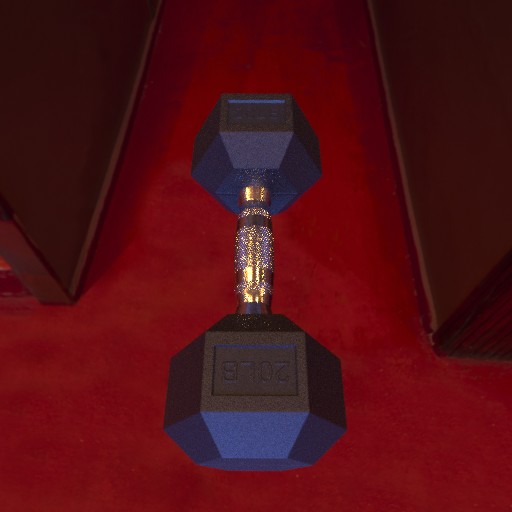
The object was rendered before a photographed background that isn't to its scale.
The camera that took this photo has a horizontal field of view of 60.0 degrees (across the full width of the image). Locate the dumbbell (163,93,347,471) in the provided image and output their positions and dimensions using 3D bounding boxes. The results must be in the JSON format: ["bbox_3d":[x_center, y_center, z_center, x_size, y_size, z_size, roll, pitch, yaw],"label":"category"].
[{"bbox_3d":[0.000,0.000,0.316,0.106,0.092,0.272,0,58,0],"label":"dumbbell"}]
